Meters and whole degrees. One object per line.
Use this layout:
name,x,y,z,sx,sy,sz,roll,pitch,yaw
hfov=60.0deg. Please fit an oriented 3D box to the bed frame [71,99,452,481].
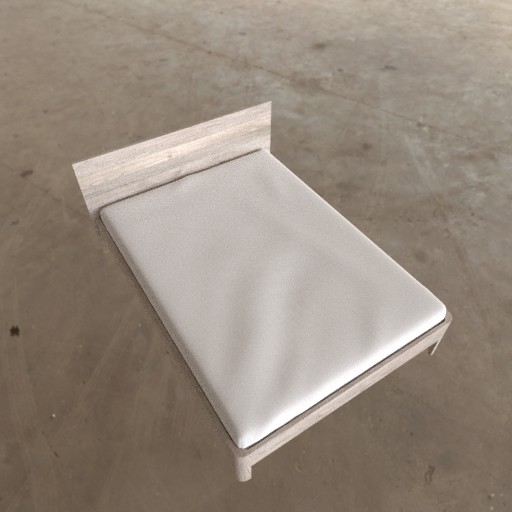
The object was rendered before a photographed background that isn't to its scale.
bed frame,0.000,0.000,2.765,1.490,0.800,1.950,-25,52,-22
